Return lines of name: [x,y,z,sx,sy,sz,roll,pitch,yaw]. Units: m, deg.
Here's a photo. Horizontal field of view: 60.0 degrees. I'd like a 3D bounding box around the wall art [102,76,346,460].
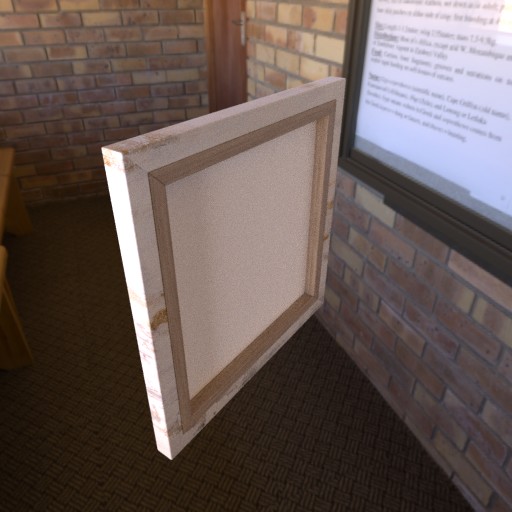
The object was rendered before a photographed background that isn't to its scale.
wall art: [0.000,0.000,0.919,0.040,0.613,0.611,21,37,30]
